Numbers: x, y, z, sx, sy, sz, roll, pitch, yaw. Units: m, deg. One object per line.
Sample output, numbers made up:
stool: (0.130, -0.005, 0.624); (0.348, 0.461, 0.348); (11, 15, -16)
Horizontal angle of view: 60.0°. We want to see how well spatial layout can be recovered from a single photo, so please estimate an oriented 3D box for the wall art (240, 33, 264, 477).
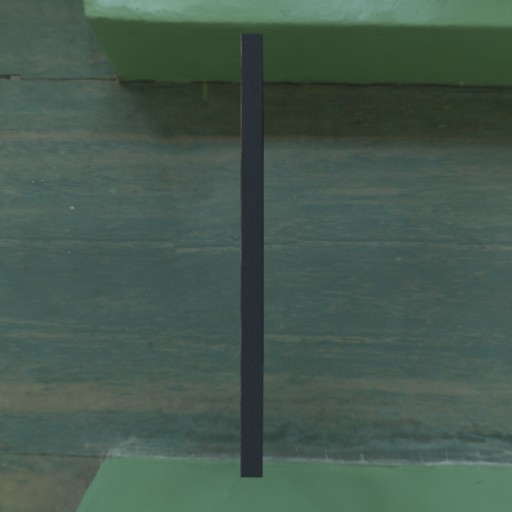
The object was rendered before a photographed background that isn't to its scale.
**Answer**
wall art: (0.000, 0.000, 1.141); (0.038, 0.762, 0.762); (0, 90, 1)
